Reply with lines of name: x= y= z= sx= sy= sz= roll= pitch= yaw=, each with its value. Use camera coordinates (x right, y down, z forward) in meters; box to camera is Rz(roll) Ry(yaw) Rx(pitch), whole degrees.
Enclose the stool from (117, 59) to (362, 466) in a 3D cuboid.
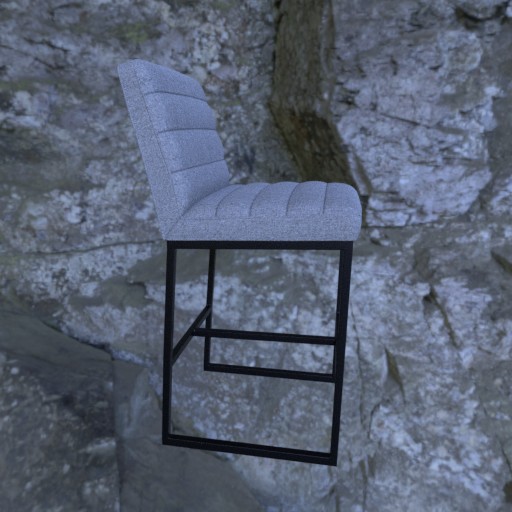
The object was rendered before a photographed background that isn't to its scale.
stool: x=0.000 y=0.000 z=1.304 sx=0.571 sy=1.034 sz=0.459 roll=3 pitch=16 yaw=10
